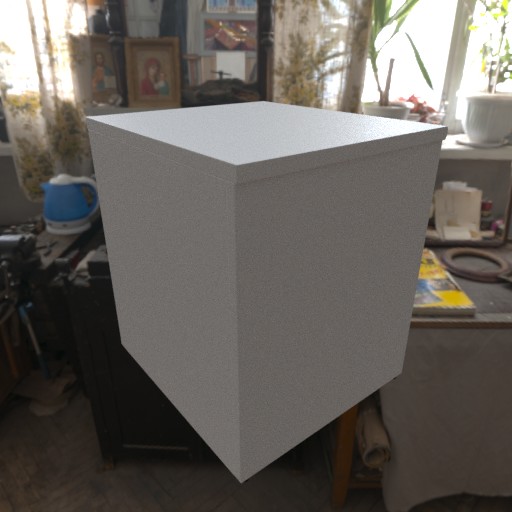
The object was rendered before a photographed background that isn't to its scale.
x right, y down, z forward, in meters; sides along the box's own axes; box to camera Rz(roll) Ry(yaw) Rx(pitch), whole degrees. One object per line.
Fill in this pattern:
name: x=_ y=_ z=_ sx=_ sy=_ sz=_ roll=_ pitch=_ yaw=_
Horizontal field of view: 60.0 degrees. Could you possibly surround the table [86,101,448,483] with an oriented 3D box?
table: x=0.000 y=0.000 z=0.782 sx=0.380 sy=0.460 sz=0.420 roll=-19 pitch=31 yaw=-34
